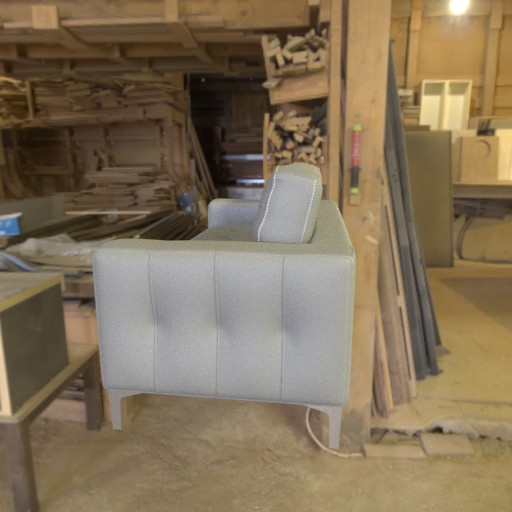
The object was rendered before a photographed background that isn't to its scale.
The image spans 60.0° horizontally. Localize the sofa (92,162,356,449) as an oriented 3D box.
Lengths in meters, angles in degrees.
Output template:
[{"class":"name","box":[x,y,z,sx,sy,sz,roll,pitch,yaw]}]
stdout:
[{"class":"sofa","box":[0.000,0.000,2.183,0.833,0.893,1.726,2,13,8]}]
